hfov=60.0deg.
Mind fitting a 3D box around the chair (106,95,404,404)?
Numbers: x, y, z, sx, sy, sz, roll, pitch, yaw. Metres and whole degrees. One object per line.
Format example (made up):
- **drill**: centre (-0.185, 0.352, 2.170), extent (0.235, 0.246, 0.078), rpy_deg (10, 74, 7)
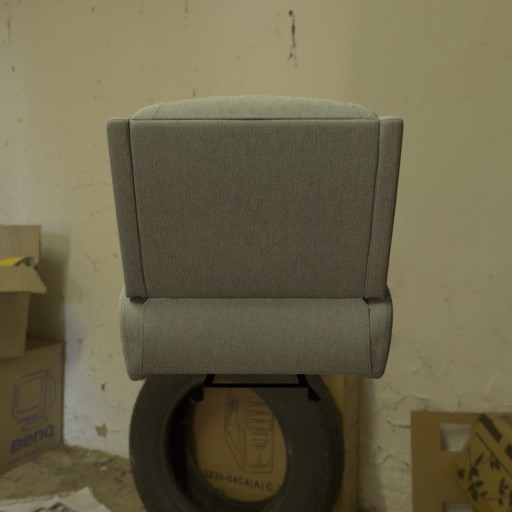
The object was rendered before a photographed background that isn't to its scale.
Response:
- **chair**: centre (0.000, 0.000, 1.718), extent (0.930, 1.011, 0.899), rpy_deg (0, 0, 1)
